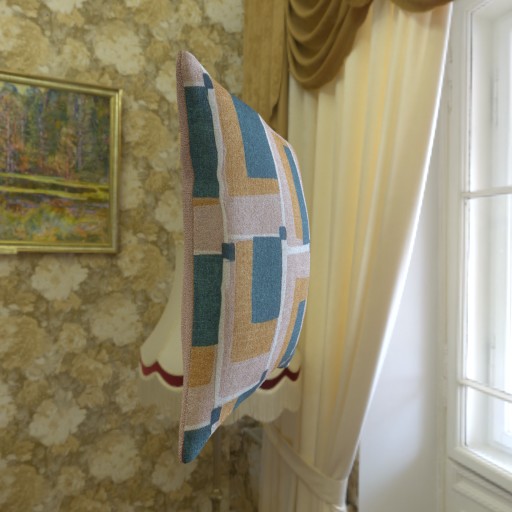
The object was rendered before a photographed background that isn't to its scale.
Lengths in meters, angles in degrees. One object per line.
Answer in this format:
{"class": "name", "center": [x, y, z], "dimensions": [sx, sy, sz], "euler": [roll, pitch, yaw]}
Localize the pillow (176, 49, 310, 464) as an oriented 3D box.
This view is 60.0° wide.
{"class": "pillow", "center": [0.000, 0.000, 0.730], "dimensions": [0.158, 0.479, 0.478], "euler": [0, 0, 19]}
